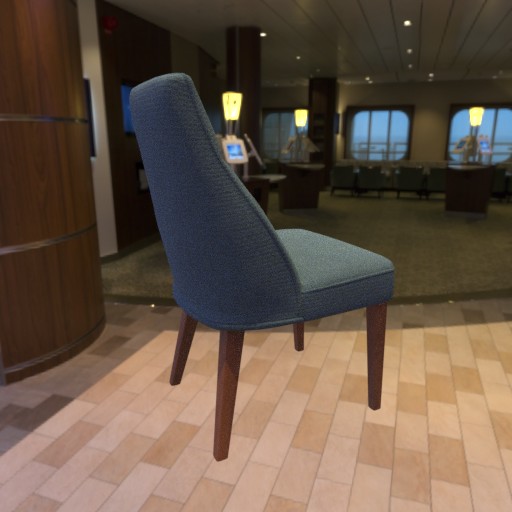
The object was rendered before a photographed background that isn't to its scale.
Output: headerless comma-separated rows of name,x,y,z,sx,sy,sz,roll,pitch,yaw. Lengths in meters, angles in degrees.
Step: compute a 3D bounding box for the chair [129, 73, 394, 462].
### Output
chair,0.000,0.000,1.280,0.620,0.930,0.500,-8,17,-26
